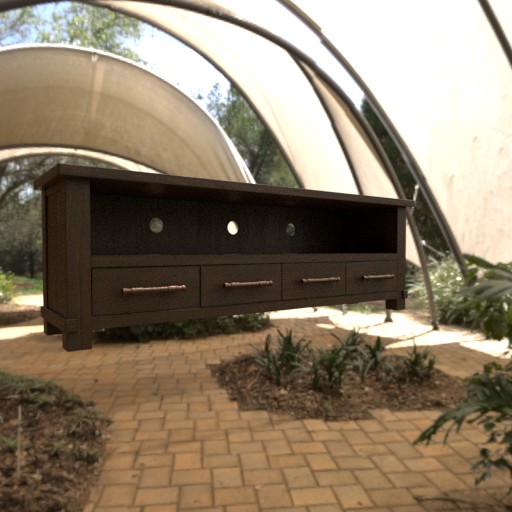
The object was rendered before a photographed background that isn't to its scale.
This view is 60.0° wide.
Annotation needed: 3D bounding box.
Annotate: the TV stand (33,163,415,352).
[{"bbox_3d":[0.000,0.000,2.136,1.866,0.615,0.471,-1,1,-35],"label":"TV stand"}]
